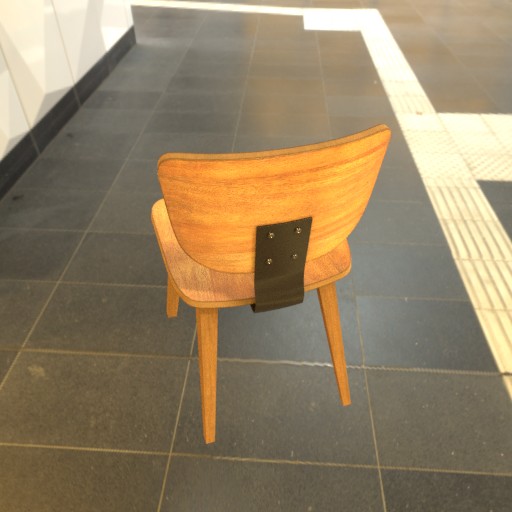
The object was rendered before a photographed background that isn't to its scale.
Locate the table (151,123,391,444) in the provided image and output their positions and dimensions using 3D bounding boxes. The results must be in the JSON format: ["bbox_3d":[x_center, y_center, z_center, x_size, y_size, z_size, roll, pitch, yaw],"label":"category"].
[{"bbox_3d":[0.000,0.000,1.133,0.499,0.805,0.500,-11,43,-12],"label":"table"}]
